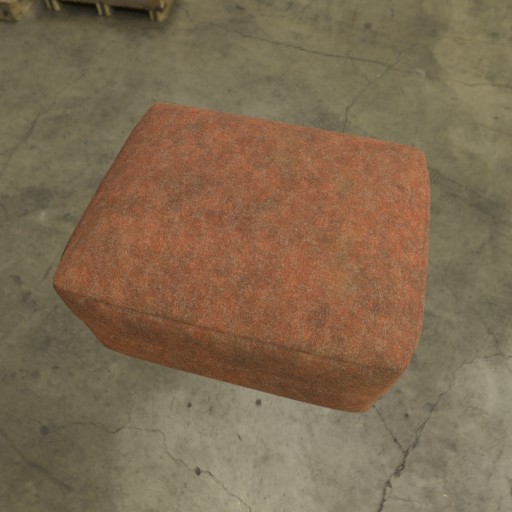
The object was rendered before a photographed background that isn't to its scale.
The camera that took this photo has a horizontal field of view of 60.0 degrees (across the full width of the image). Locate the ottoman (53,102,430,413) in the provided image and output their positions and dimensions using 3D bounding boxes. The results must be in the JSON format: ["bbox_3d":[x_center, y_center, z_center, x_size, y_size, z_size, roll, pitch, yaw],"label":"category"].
[{"bbox_3d":[0.000,0.000,1.159,0.787,0.508,0.635,12,59,8],"label":"ottoman"}]
